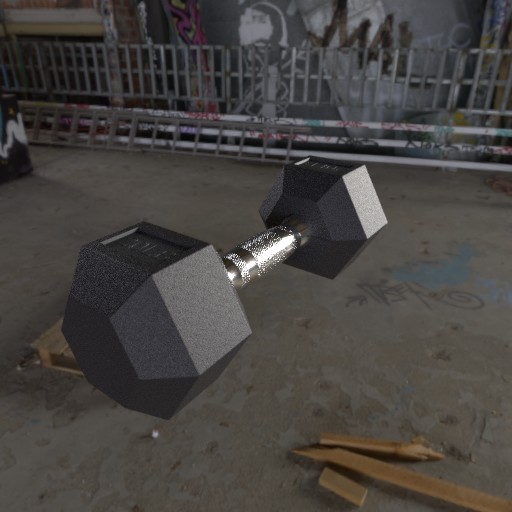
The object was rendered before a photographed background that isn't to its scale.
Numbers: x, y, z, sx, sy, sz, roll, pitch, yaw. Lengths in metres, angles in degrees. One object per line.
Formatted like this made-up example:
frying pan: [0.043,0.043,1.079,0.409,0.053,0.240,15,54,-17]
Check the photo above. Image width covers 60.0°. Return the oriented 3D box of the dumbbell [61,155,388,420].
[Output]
dumbbell: [0.000,0.000,0.353,0.116,0.101,0.297,19,32,32]
